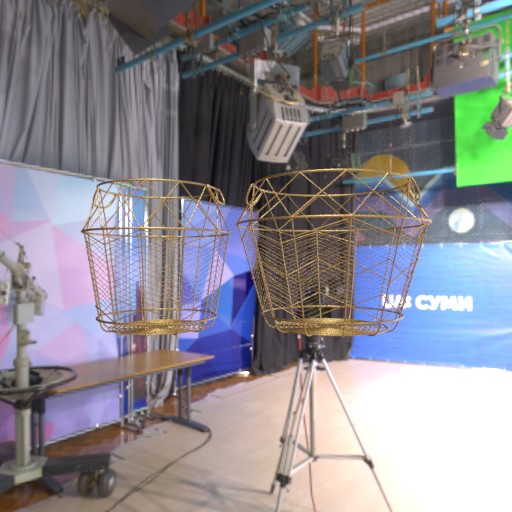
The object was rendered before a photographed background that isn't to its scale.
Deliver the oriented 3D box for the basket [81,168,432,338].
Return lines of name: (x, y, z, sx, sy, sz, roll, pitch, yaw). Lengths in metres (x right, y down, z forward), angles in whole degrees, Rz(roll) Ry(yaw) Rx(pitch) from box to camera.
basket: (0.000, 0.000, 1.053, 0.805, 0.343, 0.451, 0, 0, -1)
